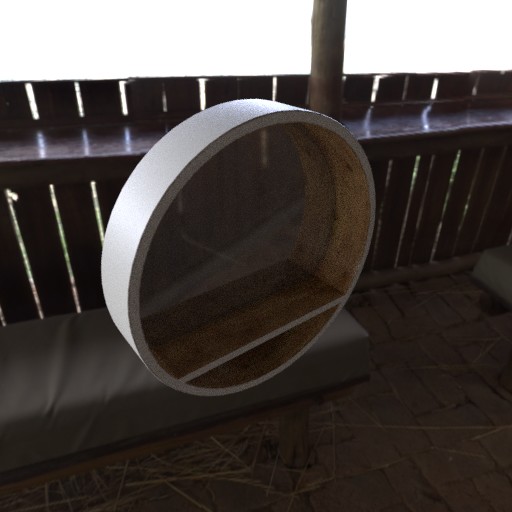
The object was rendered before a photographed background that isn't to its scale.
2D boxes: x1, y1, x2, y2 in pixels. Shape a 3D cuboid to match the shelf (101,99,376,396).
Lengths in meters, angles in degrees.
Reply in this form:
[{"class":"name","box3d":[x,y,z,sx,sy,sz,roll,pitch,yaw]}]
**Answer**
[{"class":"shelf","box3d":[0.000,0.000,1.228,0.806,0.807,0.158,-21,36,-31]}]
